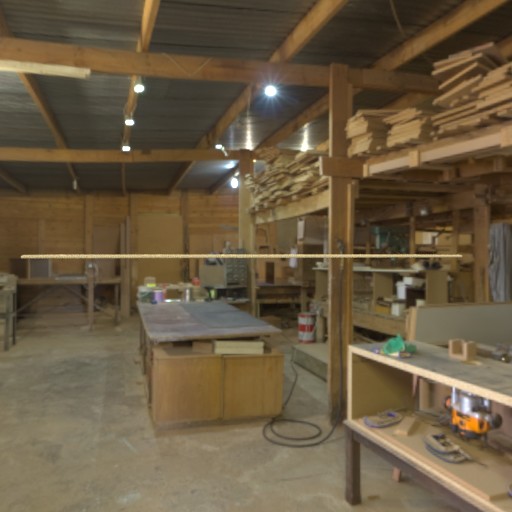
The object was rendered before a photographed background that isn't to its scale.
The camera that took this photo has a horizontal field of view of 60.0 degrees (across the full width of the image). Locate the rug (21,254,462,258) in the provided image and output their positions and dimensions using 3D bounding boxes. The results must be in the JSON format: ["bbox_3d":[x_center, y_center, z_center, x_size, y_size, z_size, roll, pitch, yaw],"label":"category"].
[{"bbox_3d":[0.000,0.000,2.516,2.276,0.014,0.678,0,0,-18],"label":"rug"}]
